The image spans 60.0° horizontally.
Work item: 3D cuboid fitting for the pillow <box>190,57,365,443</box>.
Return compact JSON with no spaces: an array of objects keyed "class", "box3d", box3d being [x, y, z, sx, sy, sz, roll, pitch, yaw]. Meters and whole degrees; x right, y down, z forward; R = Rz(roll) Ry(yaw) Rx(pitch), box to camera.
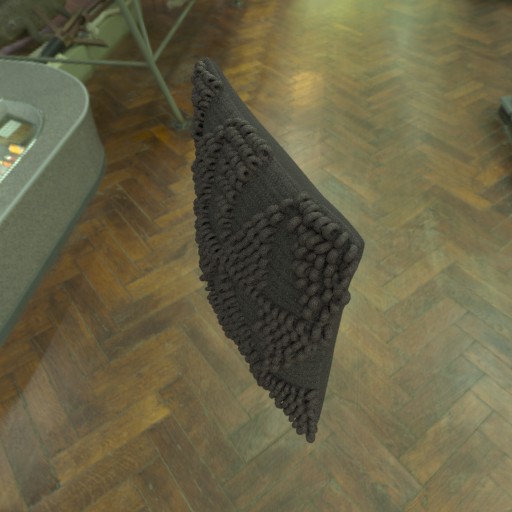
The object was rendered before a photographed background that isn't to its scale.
[{"class":"pillow","box3d":[0.000,0.000,0.716,0.172,0.467,0.470,-17,49,-16]}]
